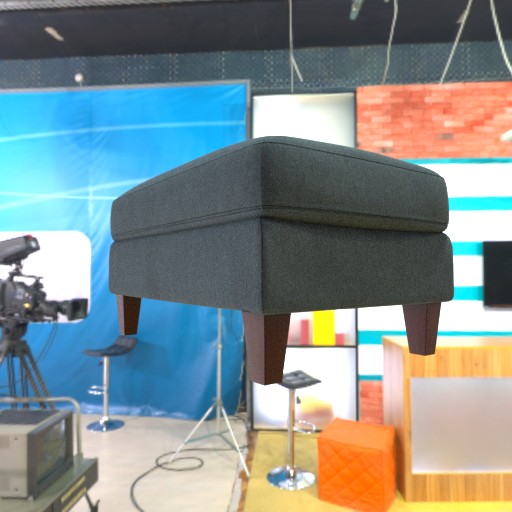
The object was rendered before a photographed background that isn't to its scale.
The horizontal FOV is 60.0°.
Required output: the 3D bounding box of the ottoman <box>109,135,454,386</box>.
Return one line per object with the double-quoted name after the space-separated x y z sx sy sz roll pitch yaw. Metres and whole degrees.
0.000 0.000 1.239 0.584 0.483 0.864 1 -2 -35 "ottoman"
